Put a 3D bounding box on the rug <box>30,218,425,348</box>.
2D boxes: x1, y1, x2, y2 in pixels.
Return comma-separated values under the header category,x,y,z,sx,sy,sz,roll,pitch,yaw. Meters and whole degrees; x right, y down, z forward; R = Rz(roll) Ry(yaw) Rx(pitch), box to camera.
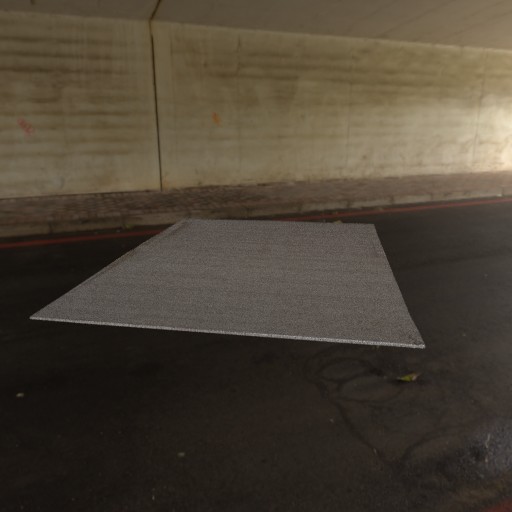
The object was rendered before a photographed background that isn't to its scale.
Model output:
category,x,y,z,sx,sy,sz,roll,pitch,yaw
rug,0.000,0.000,4.904,2.873,0.053,3.778,3,17,9
